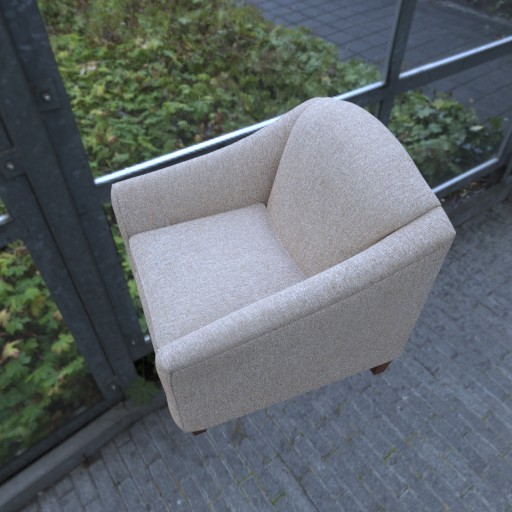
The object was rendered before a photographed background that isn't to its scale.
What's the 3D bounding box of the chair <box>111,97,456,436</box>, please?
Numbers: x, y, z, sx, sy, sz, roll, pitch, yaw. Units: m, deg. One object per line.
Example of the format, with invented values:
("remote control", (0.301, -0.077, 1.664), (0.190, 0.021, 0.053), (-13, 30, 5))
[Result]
("chair", (0.000, 0.000, 1.445), (0.787, 0.839, 0.763), (-16, 49, -15))
